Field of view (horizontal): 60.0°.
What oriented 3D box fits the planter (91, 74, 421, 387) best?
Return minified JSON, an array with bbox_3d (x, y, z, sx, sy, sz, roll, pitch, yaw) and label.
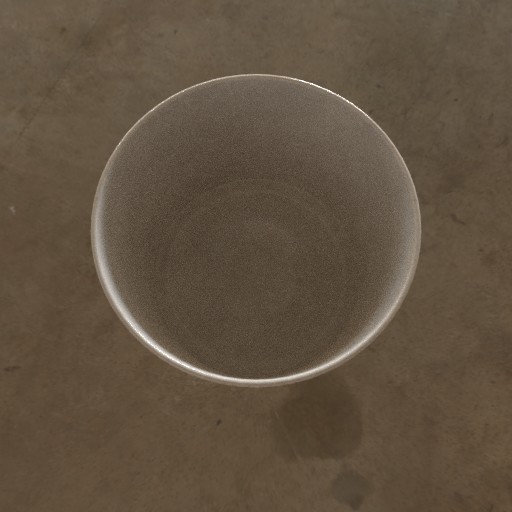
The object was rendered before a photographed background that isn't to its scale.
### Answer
[{"bbox_3d":[0.000,0.000,0.342,0.190,0.181,0.190,0,75,0],"label":"planter"}]
